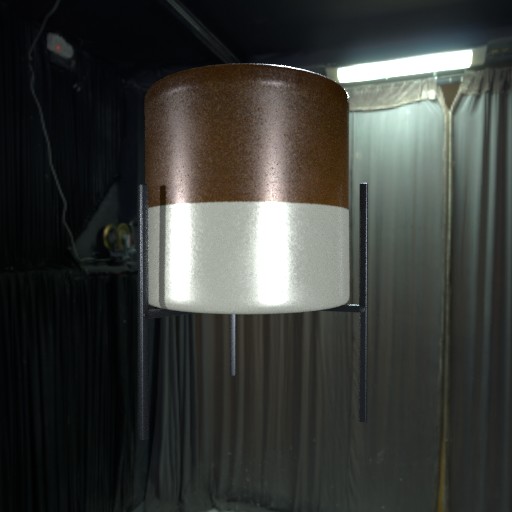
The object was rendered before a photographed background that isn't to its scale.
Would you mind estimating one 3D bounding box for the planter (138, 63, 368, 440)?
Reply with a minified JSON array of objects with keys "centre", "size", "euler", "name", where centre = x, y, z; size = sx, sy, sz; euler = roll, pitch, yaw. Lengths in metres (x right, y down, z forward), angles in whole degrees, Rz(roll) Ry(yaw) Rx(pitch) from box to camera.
[{"centre":[0.000,0.000,0.547],"size":[0.269,0.375,0.255],"euler":[0,1,18],"name":"planter"}]
